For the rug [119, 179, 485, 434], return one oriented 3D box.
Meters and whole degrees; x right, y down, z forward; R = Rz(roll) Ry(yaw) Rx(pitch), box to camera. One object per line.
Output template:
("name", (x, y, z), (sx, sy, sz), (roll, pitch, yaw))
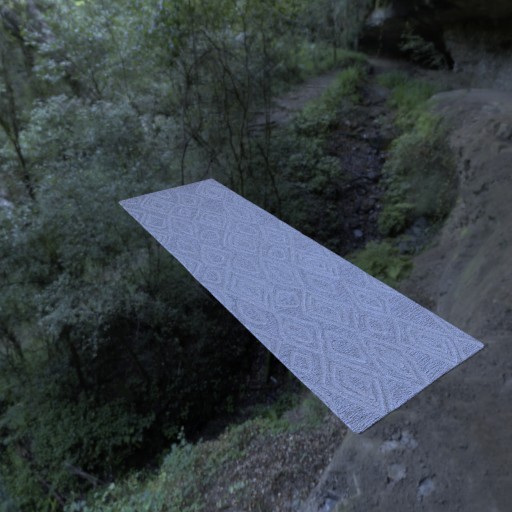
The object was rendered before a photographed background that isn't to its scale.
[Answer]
("rug", (0.000, 0.000, 2.619), (0.807, 0.013, 2.436), (-20, 37, -29))
